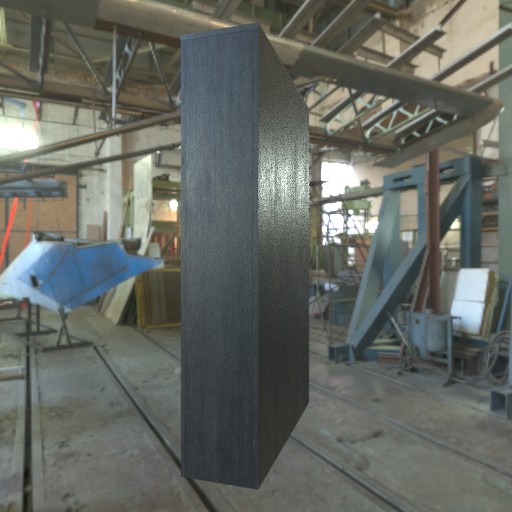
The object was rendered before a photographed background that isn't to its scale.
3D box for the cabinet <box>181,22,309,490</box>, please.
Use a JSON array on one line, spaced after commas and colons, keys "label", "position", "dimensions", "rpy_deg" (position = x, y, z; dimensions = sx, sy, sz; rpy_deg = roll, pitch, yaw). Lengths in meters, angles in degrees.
[{"label": "cabinet", "position": [0.000, 0.000, 1.608], "dimensions": [0.250, 1.280, 0.750], "rpy_deg": [0, 0, 17]}]
